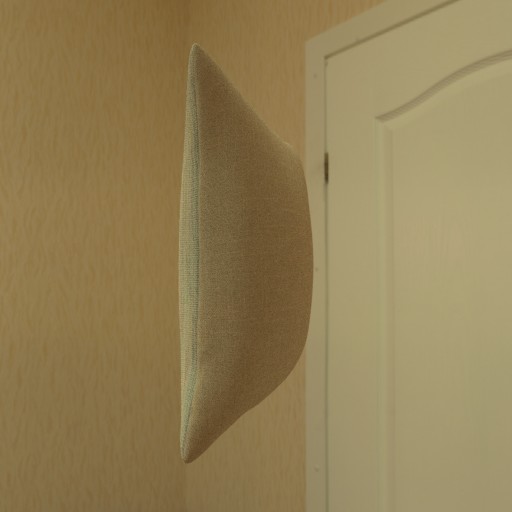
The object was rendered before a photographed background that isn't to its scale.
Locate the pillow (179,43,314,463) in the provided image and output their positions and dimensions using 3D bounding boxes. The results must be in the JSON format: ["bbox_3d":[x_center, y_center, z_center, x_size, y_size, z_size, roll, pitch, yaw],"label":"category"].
[{"bbox_3d":[0.000,0.000,0.768,0.178,0.506,0.512,-1,-2,18],"label":"pillow"}]
